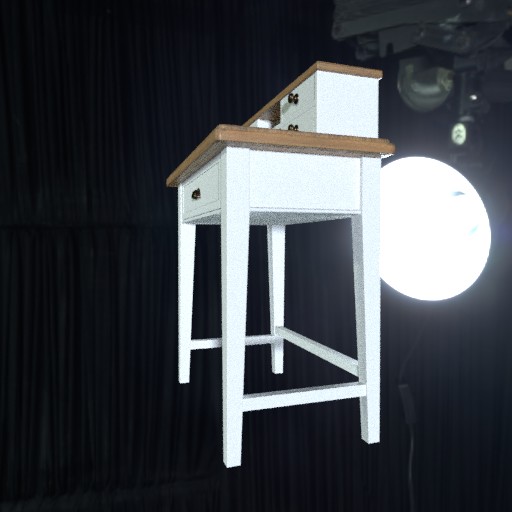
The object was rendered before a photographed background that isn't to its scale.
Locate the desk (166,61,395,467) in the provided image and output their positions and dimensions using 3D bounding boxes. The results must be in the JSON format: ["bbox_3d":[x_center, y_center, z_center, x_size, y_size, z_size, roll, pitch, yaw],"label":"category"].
[{"bbox_3d":[0.000,0.000,1.434,0.462,0.981,0.814,0,2,-19],"label":"desk"}]
